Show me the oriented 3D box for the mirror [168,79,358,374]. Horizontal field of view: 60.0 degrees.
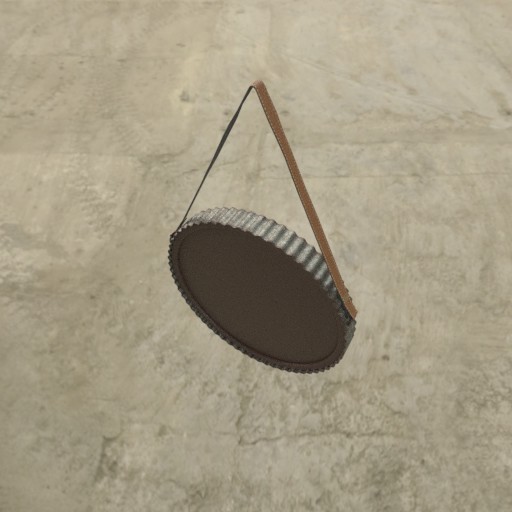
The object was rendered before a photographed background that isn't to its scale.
[{"bbox_3d":[0.000,0.000,0.702,0.355,0.568,0.042,23,51,20],"label":"mirror"}]
